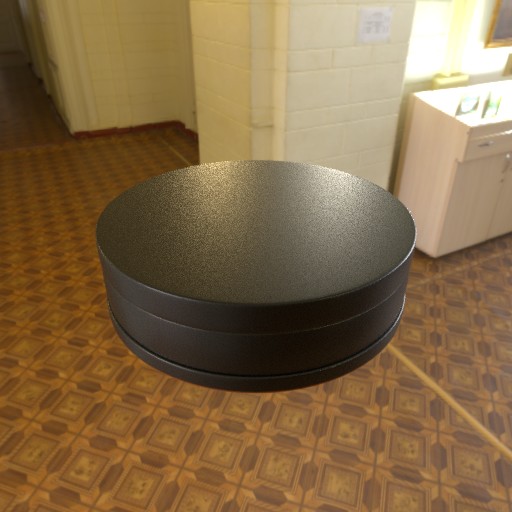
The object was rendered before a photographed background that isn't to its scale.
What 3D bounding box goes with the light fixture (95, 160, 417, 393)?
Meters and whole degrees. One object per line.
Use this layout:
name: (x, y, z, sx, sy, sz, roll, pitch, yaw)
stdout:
light fixture: (0.000, 0.000, 0.428, 0.283, 0.097, 0.283, 0, 31, 0)
